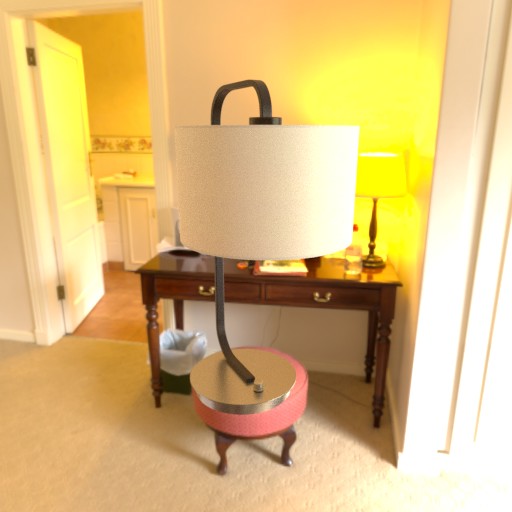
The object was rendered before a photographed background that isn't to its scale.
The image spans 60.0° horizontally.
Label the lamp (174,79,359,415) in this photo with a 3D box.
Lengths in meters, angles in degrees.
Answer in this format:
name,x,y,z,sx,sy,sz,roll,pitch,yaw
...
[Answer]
name,x,y,z,sx,sy,sz,roll,pitch,yaw
lamp,0.000,0.000,0.635,0.230,0.473,0.288,-8,17,-26
